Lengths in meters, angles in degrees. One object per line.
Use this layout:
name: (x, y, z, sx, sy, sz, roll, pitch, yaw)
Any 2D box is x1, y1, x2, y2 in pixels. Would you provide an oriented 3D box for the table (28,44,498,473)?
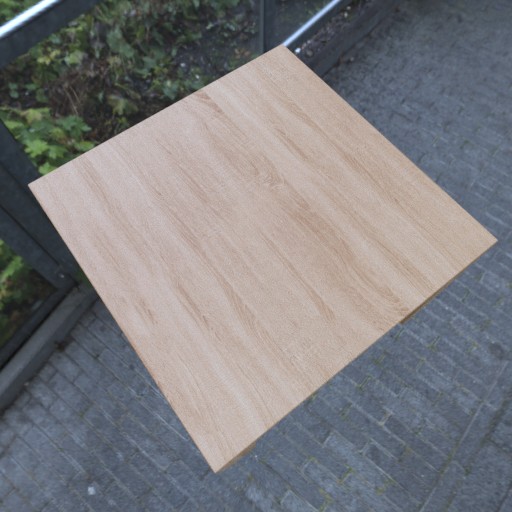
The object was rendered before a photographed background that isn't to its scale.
table: (0.000, 0.000, 1.127, 0.700, 0.450, 0.700, -35, 70, -14)
